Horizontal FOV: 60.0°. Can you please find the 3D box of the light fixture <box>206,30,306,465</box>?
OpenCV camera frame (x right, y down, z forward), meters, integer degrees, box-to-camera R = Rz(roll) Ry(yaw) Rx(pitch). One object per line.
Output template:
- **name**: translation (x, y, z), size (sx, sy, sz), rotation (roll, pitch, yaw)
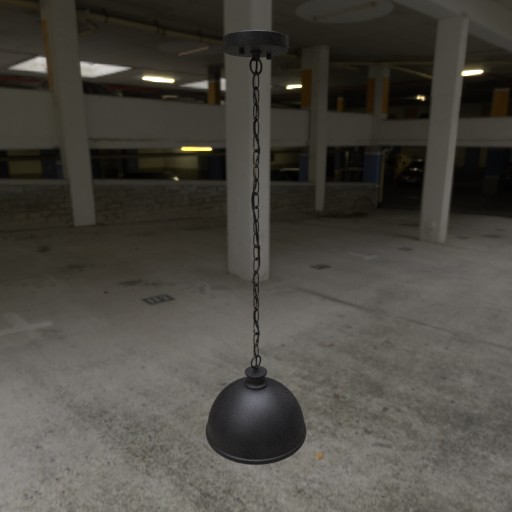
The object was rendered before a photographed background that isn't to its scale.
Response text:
- **light fixture**: translation (0.000, 0.000, 1.210), size (0.304, 1.090, 0.304), rotation (-14, 20, -43)
